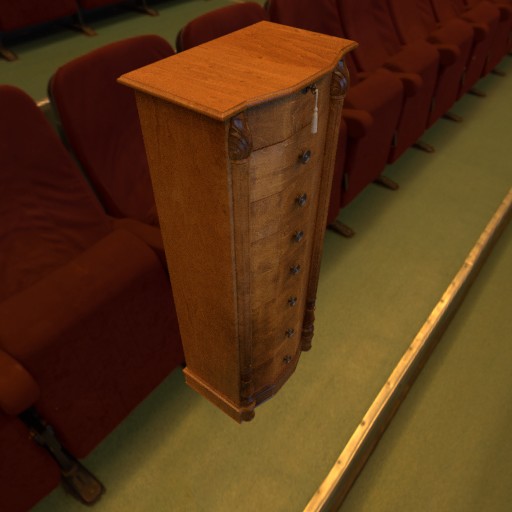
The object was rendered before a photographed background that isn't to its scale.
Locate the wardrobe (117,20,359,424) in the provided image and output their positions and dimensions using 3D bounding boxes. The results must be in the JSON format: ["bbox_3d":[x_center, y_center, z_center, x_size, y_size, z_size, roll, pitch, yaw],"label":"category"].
[{"bbox_3d":[0.000,0.000,1.118,0.273,0.959,0.406,28,50,27],"label":"wardrobe"}]
